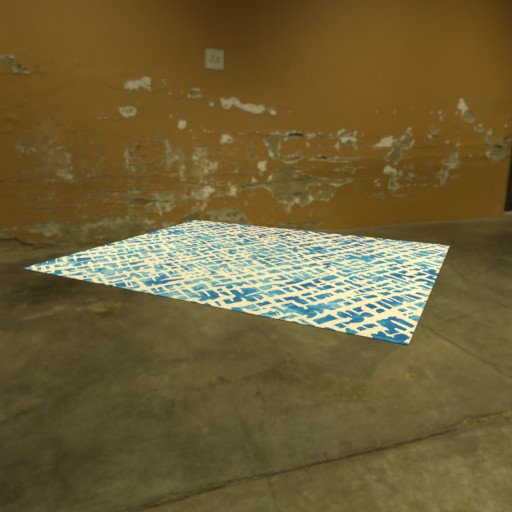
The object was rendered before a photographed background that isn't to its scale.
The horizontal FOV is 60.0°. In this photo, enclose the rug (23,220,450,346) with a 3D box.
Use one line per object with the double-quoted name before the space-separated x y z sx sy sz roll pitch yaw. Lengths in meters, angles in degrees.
"rug" 0.000 0.000 3.959 3.007 0.007 2.435 8 17 27
